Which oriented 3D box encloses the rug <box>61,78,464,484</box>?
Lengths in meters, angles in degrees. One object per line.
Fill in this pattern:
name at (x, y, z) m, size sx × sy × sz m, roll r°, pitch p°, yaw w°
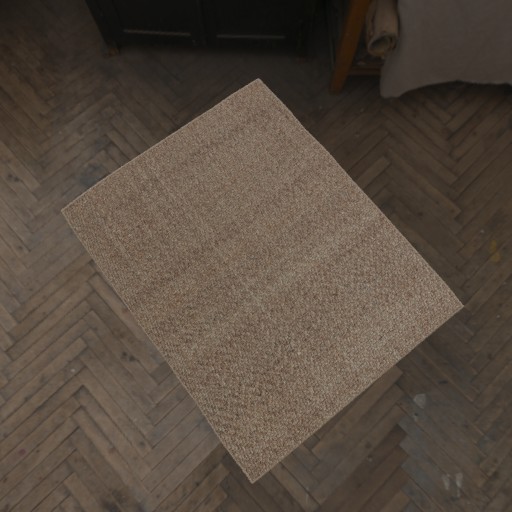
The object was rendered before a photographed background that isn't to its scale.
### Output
rug at (0.000, 0.000, 4.120) m, size 2.439 × 0.013 × 3.048 m, roll -37°, pitch 78°, yaw -9°
